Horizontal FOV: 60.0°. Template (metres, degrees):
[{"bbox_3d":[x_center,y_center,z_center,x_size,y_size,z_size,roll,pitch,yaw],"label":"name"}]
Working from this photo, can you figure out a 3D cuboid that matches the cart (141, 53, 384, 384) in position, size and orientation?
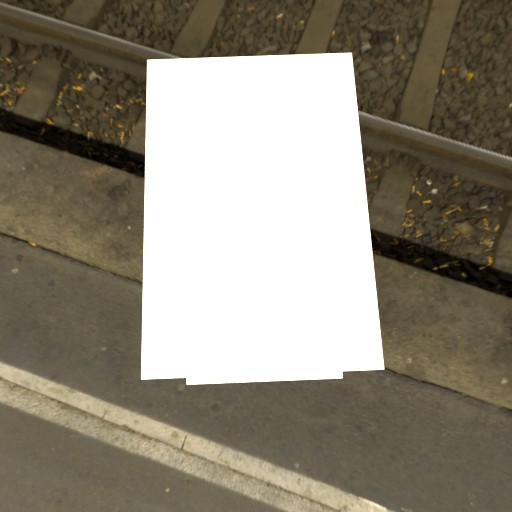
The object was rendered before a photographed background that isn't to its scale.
[{"bbox_3d":[0.000,0.000,1.299,0.442,0.864,0.683,-2,77,-1],"label":"cart"}]
